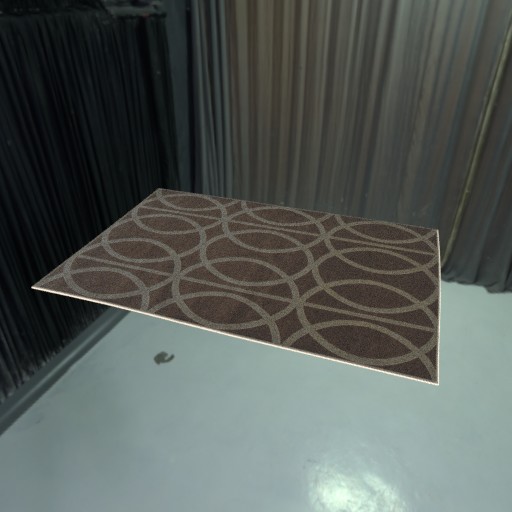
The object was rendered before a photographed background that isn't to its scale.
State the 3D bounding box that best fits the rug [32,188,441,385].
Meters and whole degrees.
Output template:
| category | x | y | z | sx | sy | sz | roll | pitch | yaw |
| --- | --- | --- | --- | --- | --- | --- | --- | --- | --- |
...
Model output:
| category | x | y | z | sx | sy | sz | roll | pitch | yaw |
| --- | --- | --- | --- | --- | --- | --- | --- | --- | --- |
| rug | 0.000 | 0.000 | 2.914 | 2.290 | 0.014 | 1.526 | 10 | 34 | 16 |
